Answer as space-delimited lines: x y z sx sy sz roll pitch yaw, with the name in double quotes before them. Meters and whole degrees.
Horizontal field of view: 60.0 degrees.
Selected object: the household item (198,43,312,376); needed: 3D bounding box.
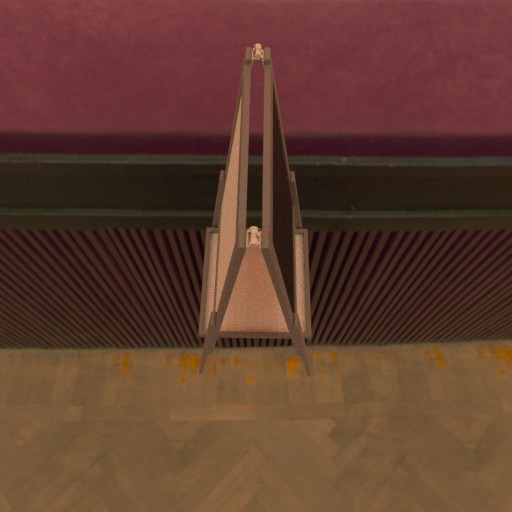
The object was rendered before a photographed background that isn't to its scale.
"household item" 0.000 0.000 1.442 0.469 1.172 0.531 1 64 0
